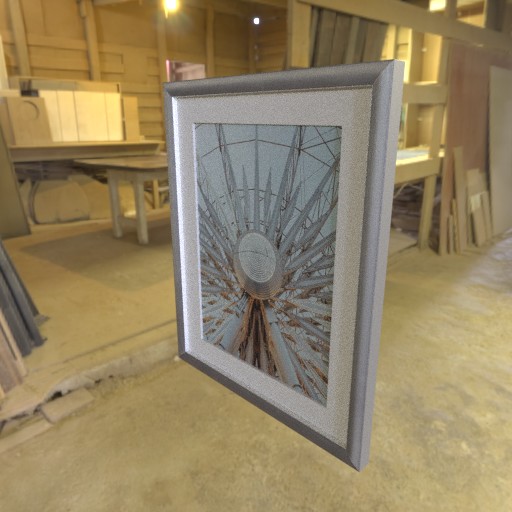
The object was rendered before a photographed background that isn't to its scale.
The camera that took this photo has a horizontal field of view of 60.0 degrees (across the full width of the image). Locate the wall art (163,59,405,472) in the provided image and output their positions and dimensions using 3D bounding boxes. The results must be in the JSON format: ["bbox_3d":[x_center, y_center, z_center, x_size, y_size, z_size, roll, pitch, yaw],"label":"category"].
[{"bbox_3d":[0.000,0.000,0.732,0.029,0.558,0.458,-16,23,-42],"label":"wall art"}]
